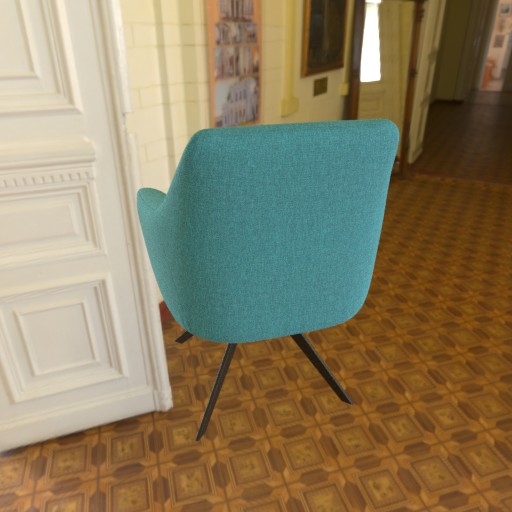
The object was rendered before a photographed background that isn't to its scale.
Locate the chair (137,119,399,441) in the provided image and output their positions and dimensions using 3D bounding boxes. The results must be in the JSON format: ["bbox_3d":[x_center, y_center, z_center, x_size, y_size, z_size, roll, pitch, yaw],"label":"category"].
[{"bbox_3d":[0.000,0.000,1.319,0.642,0.874,0.677,-8,28,-15],"label":"chair"}]
